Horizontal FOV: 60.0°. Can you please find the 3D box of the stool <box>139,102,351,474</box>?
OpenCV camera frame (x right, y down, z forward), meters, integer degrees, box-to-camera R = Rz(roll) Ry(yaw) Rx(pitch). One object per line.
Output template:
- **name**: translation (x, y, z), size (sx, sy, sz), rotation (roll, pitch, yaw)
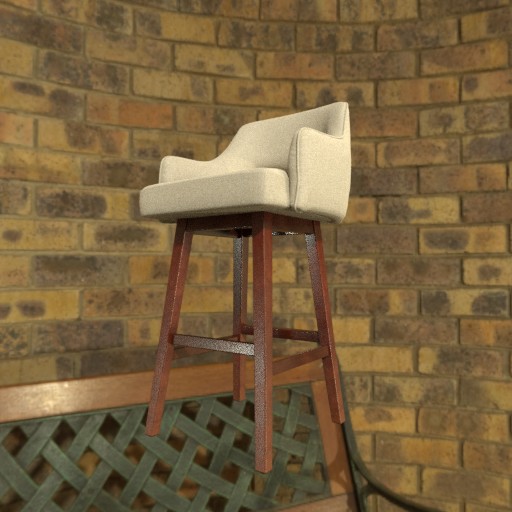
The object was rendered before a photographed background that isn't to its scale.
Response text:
- **stool**: translation (0.000, 0.000, 1.376), size (0.550, 1.041, 0.560), rotation (-1, -2, 36)
